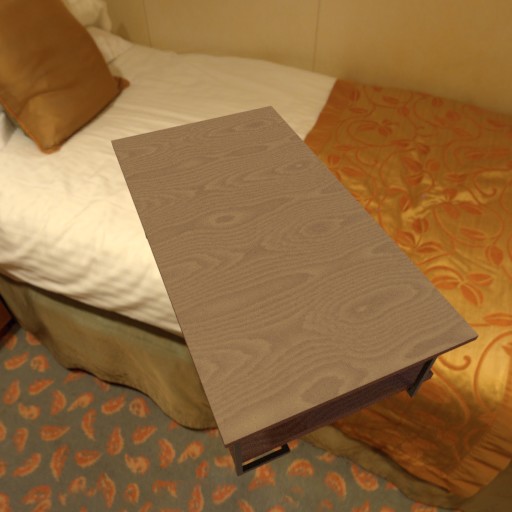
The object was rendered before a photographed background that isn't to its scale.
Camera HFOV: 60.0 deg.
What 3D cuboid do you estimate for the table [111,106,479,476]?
[{"bbox_3d":[0.000,0.000,1.476,0.651,0.347,1.197,-17,49,-16],"label":"table"}]
